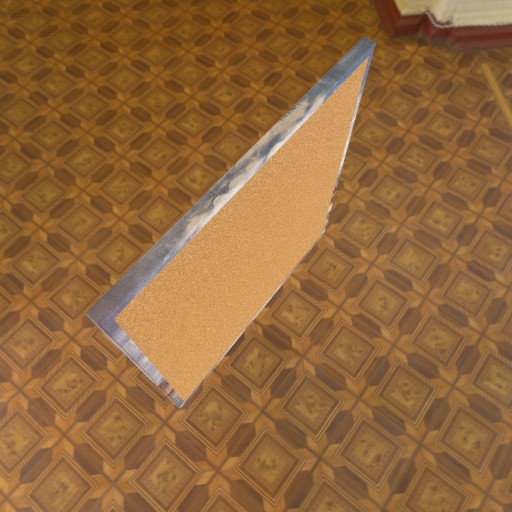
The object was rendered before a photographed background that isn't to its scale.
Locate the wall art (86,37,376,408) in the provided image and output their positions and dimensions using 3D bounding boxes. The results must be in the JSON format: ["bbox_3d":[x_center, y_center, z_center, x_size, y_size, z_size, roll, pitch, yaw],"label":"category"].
[{"bbox_3d":[0.000,0.000,1.470,0.040,1.020,1.010,35,68,16],"label":"wall art"}]
